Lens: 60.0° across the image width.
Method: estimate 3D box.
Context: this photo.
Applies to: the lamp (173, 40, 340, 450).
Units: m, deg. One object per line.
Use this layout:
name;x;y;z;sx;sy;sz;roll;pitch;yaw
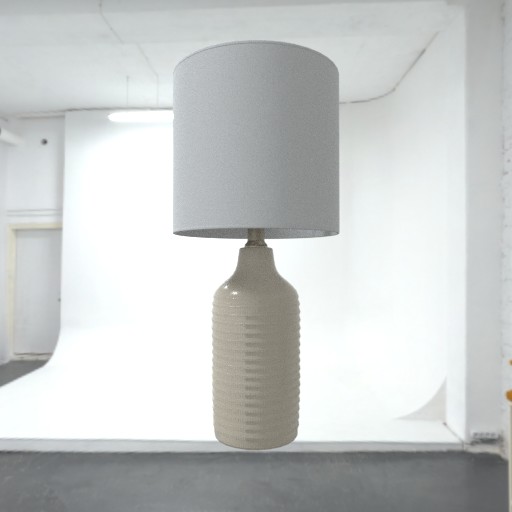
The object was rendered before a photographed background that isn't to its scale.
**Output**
lamp;0.000;0.000;0.596;0.220;0.475;0.220;0;-1;-19
